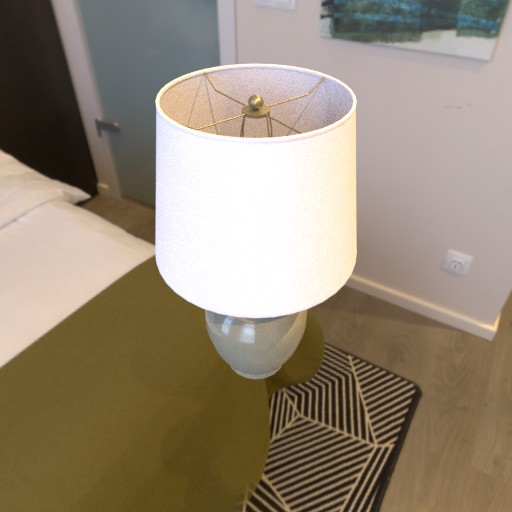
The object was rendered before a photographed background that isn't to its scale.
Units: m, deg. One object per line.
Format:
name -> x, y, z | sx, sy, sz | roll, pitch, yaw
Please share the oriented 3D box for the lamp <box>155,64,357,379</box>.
lamp -> 0.000, 0.000, 0.549 | 0.239, 0.399, 0.239 | 0, 40, 0
